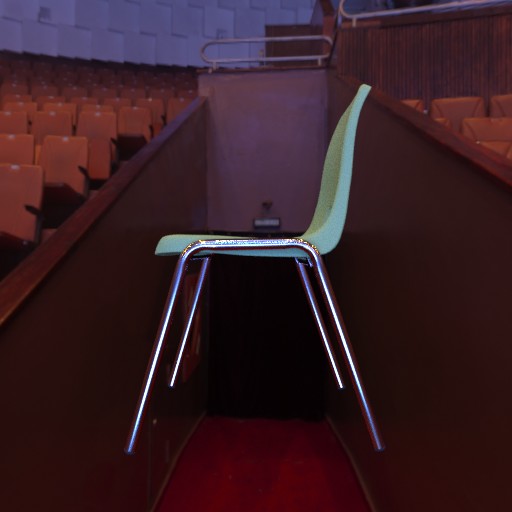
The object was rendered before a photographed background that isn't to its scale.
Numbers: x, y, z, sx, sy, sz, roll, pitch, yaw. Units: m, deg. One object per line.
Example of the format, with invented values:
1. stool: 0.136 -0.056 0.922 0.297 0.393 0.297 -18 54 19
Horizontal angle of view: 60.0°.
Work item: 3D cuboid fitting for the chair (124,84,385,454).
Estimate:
1. chair: 0.000 0.000 0.913 0.436 0.653 0.381 0 0 0
